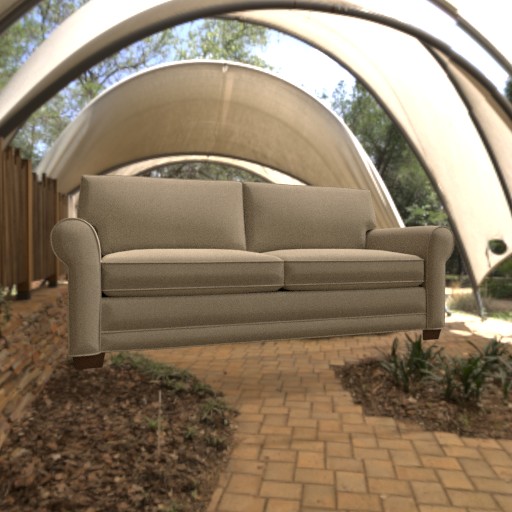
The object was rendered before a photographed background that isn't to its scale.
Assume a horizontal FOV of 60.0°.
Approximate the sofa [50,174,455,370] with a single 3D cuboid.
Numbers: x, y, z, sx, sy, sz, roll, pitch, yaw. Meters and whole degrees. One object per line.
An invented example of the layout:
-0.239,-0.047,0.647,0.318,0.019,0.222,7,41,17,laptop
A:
0.000,0.000,2.620,2.146,0.962,0.901,0,1,-20,sofa
